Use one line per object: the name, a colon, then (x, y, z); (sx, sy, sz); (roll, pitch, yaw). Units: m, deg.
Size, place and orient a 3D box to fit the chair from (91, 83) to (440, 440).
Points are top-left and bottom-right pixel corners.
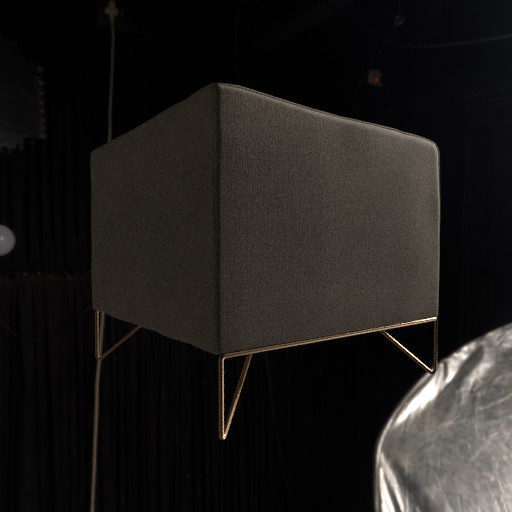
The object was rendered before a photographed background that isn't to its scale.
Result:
chair: (0.000, 0.000, 1.589); (0.912, 0.799, 0.920); (-1, 2, -37)
